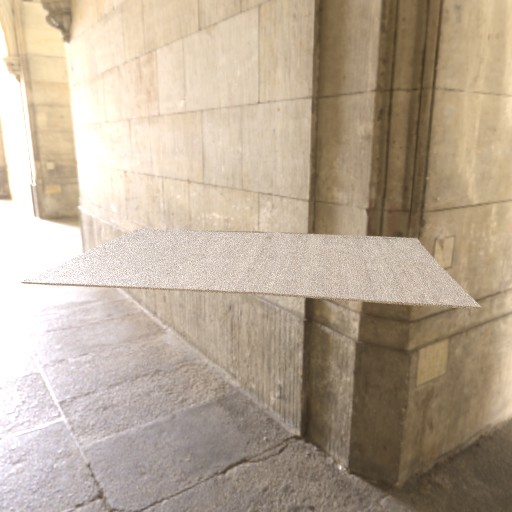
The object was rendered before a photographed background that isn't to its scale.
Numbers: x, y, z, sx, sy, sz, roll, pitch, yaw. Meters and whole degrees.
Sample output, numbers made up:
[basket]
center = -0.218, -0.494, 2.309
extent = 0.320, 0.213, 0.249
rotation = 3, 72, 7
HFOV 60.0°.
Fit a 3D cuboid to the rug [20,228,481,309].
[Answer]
[rug]
center = 0.000, 0.000, 2.278
extent = 1.820, 0.022, 1.179
rotation = 2, 15, 9
